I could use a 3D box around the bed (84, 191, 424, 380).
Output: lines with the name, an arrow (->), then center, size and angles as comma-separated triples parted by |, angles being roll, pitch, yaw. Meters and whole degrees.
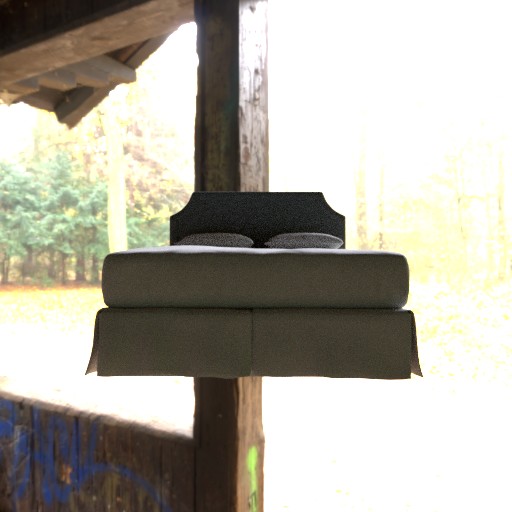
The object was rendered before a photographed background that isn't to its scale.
bed -> 0.000, 0.000, 3.440 | 1.811, 1.296, 2.259 | 0, 0, 1
